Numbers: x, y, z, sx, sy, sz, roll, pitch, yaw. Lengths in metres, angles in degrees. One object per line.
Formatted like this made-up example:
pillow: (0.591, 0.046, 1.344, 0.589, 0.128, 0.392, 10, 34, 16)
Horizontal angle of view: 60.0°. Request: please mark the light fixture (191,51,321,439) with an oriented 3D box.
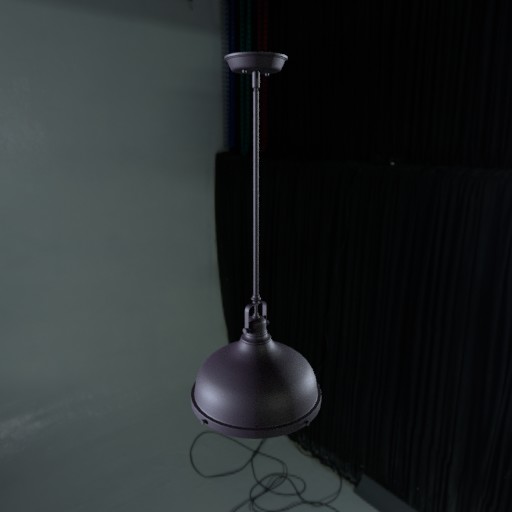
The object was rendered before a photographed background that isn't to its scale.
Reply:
light fixture: (0.000, 0.000, 1.025, 0.341, 0.849, 0.341, -14, 20, -42)
